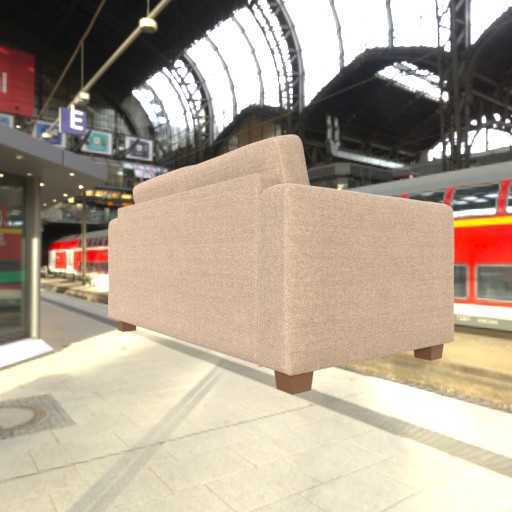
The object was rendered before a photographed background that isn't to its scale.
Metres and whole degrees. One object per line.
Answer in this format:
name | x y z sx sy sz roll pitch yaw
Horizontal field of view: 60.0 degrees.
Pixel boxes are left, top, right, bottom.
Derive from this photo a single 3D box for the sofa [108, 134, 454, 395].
sofa | 0.000 0.000 2.072 0.900 0.800 1.520 0 0 -37
